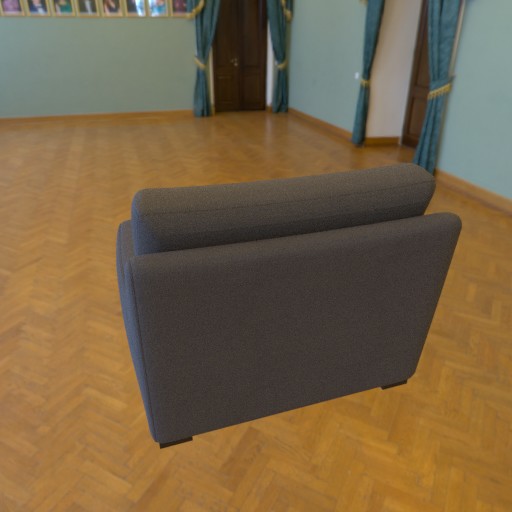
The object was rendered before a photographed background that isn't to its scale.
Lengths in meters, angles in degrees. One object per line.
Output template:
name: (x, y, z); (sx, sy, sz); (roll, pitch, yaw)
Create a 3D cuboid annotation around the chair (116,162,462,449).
chair: (0.000, 0.000, 1.936); (1.168, 0.940, 1.143); (-9, 29, -16)
